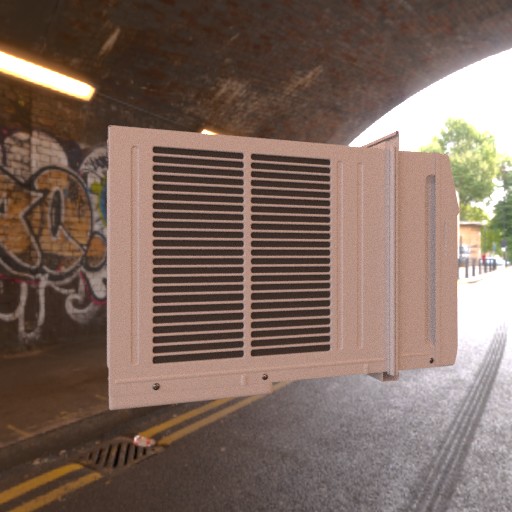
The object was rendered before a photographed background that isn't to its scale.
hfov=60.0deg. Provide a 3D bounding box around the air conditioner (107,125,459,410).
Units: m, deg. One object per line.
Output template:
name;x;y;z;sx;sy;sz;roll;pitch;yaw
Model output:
air conditioner;0.000;0.000;0.865;0.546;0.388;0.503;0;0;-18
